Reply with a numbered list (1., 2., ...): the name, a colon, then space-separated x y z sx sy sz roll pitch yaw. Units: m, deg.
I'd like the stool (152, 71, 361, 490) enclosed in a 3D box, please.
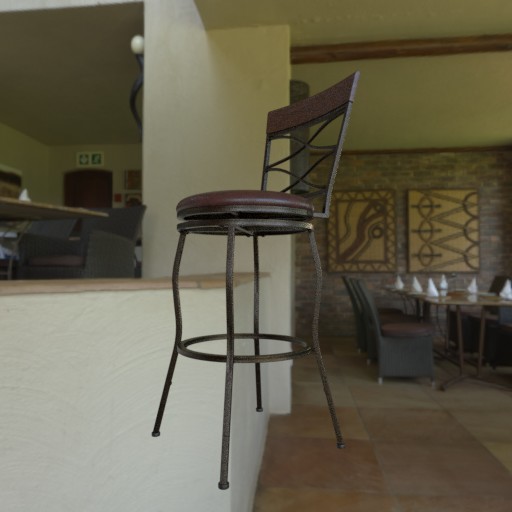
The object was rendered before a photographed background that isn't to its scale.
1. stool: 0.000 0.000 1.388 0.513 1.130 0.448 1 -2 -36
